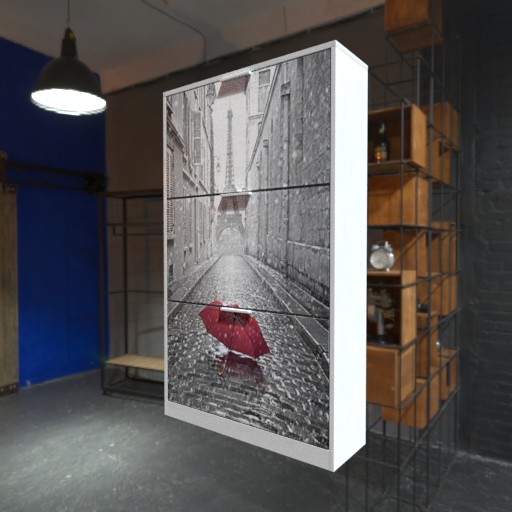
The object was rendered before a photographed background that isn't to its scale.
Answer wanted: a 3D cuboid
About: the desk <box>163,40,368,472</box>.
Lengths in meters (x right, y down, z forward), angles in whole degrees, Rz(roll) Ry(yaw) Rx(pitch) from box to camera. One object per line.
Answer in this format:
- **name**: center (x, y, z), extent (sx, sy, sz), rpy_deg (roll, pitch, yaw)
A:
- **desk**: center (0.000, 0.000, 1.626), extent (0.750, 1.280, 0.250), rpy_deg (1, 2, 37)
